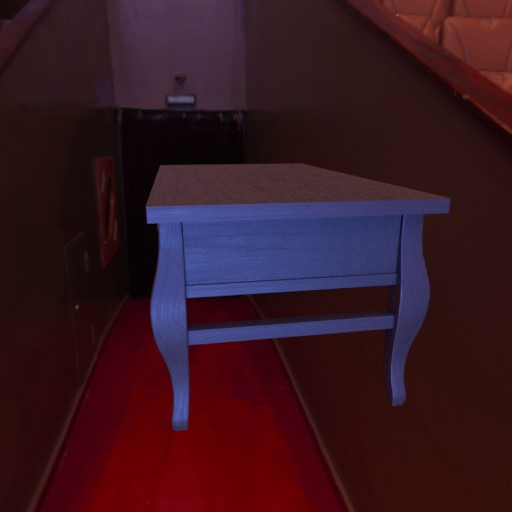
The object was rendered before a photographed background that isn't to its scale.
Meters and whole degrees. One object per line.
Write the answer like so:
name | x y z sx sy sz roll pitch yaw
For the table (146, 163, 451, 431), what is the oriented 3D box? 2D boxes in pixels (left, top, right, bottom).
table | 0.000 0.000 1.387 0.600 0.494 1.062 -3 16 -10
